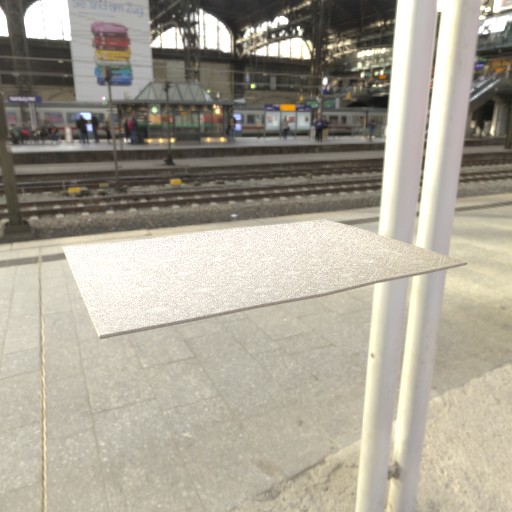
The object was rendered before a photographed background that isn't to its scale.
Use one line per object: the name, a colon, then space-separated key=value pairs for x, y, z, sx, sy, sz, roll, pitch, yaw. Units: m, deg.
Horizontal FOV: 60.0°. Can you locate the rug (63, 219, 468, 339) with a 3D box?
rug: x=0.000 y=0.000 z=2.404 sx=1.829 sy=0.034 sz=1.252 roll=-9 pitch=19 yaw=-27
